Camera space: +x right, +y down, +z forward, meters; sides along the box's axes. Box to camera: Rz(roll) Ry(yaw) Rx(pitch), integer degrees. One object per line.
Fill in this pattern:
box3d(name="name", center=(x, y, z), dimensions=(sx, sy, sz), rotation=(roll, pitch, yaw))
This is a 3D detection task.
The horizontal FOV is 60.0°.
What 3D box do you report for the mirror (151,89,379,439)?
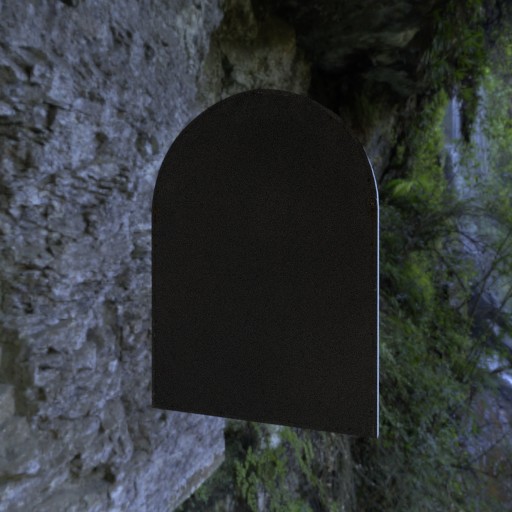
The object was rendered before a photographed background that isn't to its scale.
box3d(name="mirror", center=(0.000, 0.000, 1.238), dimensions=(0.660, 0.920, 0.032), rotation=(0, 0, 20))
